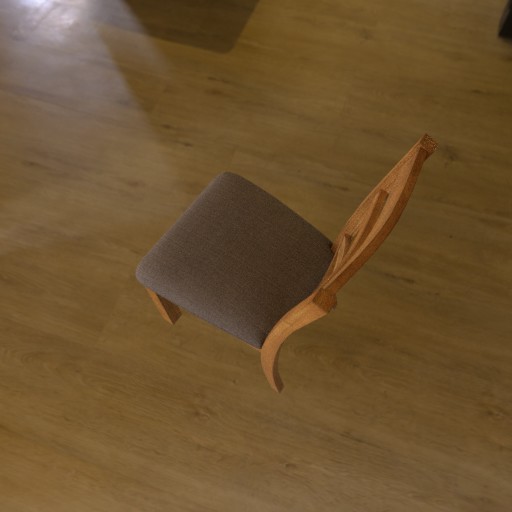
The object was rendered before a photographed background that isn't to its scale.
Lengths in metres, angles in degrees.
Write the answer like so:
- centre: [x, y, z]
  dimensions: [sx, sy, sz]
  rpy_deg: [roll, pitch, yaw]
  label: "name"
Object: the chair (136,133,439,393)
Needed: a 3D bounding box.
- centre: [0.000, 0.000, 1.248]
  dimensions: [0.581, 0.949, 0.470]
  rpy_deg: [32, 68, 14]
  label: "chair"
